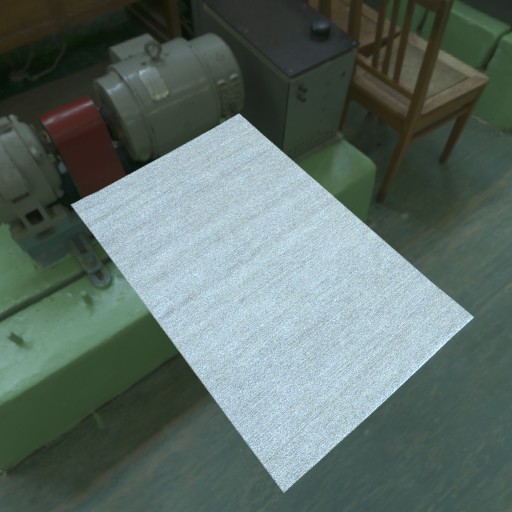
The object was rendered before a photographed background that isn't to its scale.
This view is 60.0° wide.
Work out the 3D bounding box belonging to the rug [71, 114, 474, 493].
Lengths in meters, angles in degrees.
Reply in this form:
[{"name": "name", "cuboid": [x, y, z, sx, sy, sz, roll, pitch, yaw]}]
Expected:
[{"name": "rug", "cuboid": [0.000, 0.000, 2.266, 1.179, 0.022, 1.820, -34, 64, -19]}]
